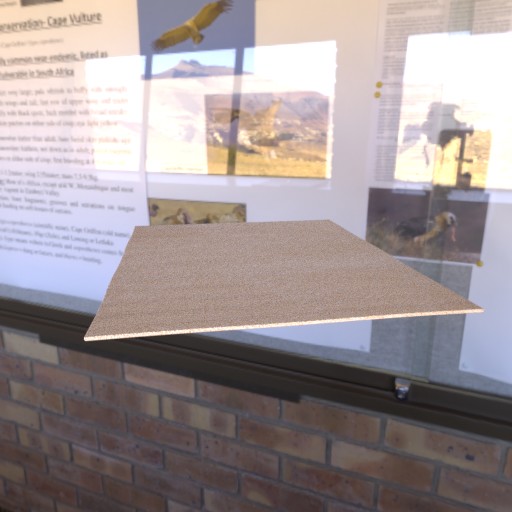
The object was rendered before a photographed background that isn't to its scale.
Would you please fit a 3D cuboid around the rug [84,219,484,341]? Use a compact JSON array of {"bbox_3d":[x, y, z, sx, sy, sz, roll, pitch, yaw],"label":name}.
[{"bbox_3d":[0.000,0.000,4.019,2.400,0.025,3.000,-3,16,-9],"label":"rug"}]
